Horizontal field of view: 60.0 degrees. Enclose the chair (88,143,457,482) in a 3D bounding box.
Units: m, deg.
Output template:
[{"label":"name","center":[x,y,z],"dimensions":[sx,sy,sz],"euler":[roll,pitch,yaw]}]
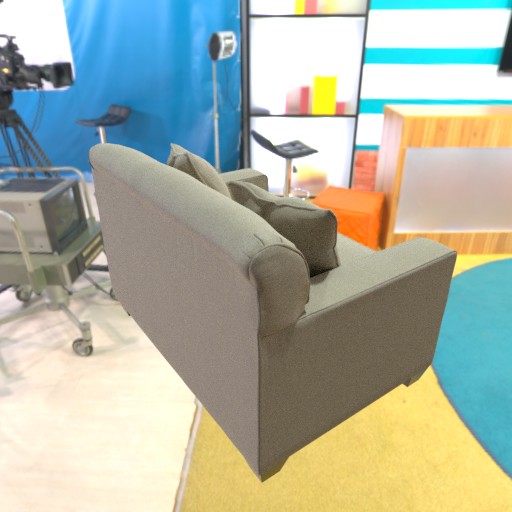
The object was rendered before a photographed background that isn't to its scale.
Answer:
[{"label":"chair","center":[0.000,0.000,2.016],"dimensions":[1.000,0.948,1.383],"euler":[-18,32,-31]}]
